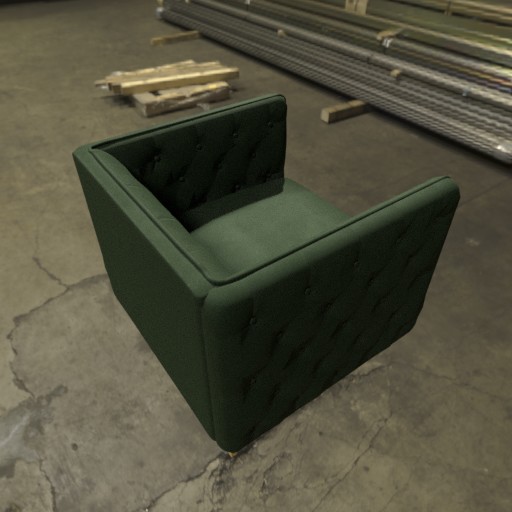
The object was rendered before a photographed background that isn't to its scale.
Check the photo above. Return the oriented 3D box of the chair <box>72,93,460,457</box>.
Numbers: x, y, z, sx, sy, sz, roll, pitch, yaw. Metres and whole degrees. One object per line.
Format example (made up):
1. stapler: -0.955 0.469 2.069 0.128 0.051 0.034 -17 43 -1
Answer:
1. chair: 0.000 0.000 1.563 0.855 0.768 0.917 -25 47 -26
